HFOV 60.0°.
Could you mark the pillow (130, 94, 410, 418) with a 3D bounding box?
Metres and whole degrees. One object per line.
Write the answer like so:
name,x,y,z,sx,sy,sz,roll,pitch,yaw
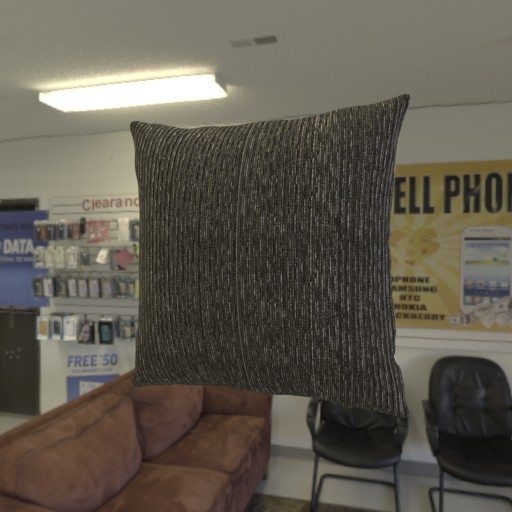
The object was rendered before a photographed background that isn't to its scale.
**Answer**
pillow,0.000,0.000,0.656,0.433,0.434,0.196,0,1,18
